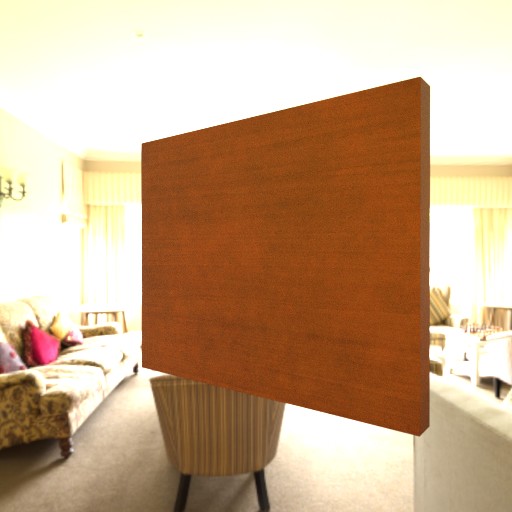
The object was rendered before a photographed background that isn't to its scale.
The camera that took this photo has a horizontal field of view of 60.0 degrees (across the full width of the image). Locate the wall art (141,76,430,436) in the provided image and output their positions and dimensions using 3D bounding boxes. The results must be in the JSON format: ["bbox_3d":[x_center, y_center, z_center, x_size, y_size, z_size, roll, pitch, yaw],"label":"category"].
[{"bbox_3d":[0.000,0.000,0.538,0.401,0.328,0.030,0,0,38],"label":"wall art"}]
